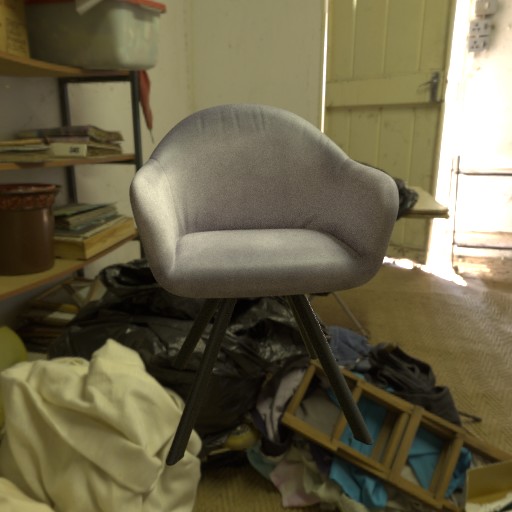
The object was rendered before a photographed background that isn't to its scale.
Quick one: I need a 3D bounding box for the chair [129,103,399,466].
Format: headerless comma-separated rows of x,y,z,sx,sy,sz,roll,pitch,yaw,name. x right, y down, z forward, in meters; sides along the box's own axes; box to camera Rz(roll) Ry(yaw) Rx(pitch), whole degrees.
0.000,0.000,1.149,0.570,0.780,0.540,-2,15,-8,chair
